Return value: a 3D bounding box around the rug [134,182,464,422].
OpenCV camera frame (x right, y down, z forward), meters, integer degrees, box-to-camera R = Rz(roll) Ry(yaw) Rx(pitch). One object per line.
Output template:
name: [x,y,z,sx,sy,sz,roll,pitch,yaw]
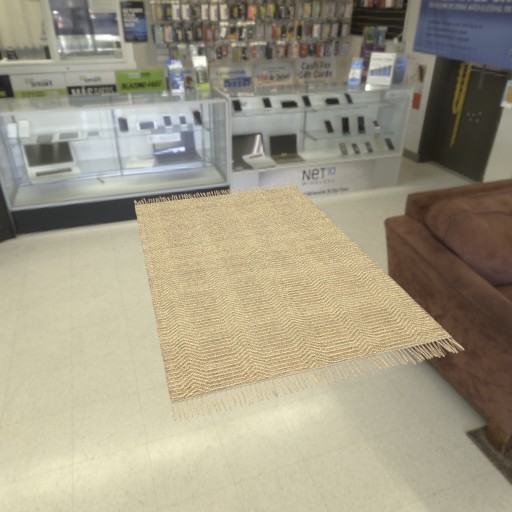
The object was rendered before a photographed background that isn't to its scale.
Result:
rug: [0.000,0.000,3.155,1.528,0.034,2.523,-9,32,-15]
